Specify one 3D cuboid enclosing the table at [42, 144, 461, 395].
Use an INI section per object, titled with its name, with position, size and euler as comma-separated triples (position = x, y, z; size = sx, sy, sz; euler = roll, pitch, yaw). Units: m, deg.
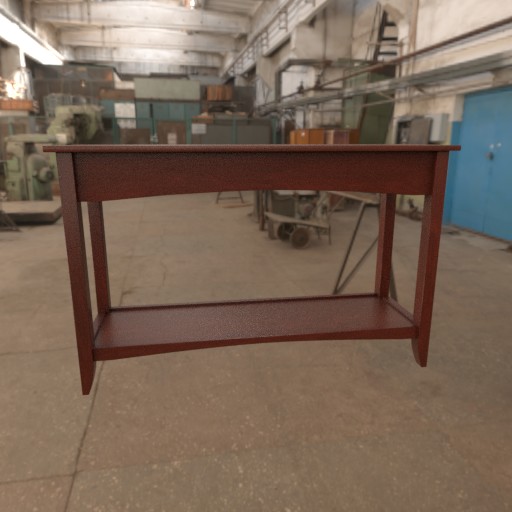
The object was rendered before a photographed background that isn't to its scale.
[table]
position = 0.000, 0.000, 1.520
size = 1.188, 0.739, 0.392
euler = -2, 15, -9
